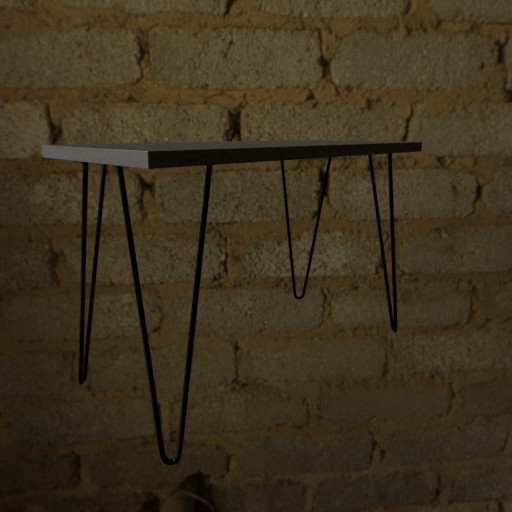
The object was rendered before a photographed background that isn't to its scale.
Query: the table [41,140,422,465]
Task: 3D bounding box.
[{"bbox_3d":[0.000,0.000,1.340,0.991,0.660,0.499,-15,21,-42],"label":"table"}]
